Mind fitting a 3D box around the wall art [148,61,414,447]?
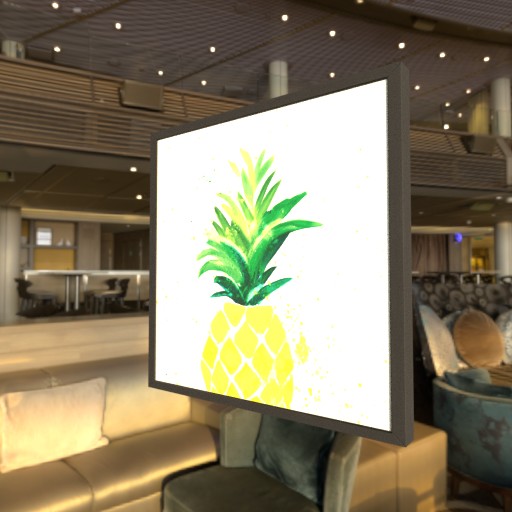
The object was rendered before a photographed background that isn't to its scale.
[{"bbox_3d":[0.000,0.000,0.747,0.508,0.507,0.033,-2,-3,37],"label":"wall art"}]
